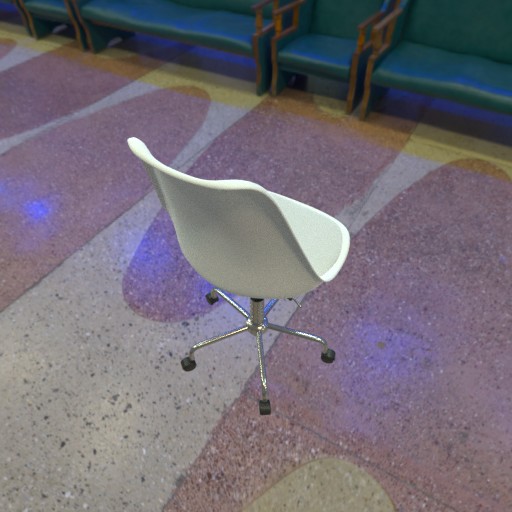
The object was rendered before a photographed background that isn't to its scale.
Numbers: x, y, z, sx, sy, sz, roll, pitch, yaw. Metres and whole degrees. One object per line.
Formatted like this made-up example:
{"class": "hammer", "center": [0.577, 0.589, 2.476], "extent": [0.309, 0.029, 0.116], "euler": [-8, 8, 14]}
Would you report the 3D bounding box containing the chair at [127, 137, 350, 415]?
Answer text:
{"class": "chair", "center": [0.000, 0.000, 1.272], "extent": [0.550, 0.930, 0.550], "euler": [24, 51, 21]}
